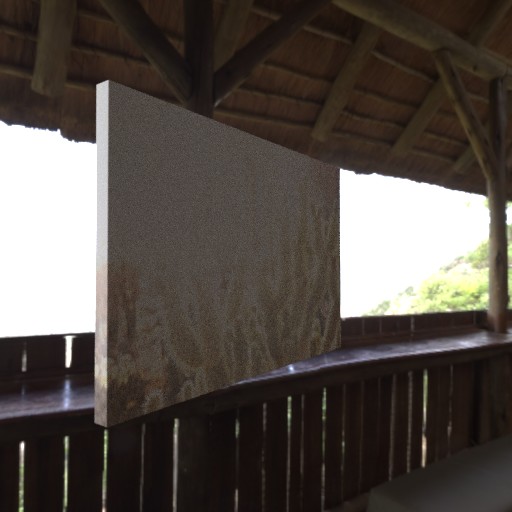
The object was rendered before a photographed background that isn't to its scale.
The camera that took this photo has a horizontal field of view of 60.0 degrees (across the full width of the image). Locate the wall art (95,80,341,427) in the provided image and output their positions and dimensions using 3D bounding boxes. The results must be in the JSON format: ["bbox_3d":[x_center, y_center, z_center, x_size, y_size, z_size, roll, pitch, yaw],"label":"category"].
[{"bbox_3d":[0.000,0.000,1.152,0.040,0.608,0.916,-1,-1,37],"label":"wall art"}]
